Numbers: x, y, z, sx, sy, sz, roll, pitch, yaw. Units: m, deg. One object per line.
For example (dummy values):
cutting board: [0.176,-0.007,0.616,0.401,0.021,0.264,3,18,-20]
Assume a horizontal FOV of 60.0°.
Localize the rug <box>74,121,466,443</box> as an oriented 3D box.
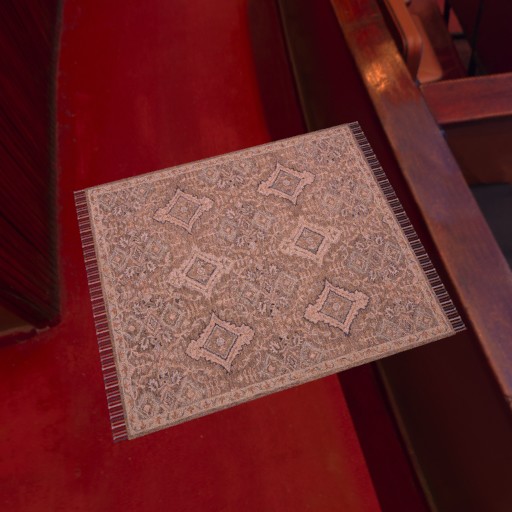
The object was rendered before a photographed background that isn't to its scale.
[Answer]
rug: [0.000,0.000,4.125,3.056,0.010,2.437,-16,66,-7]
